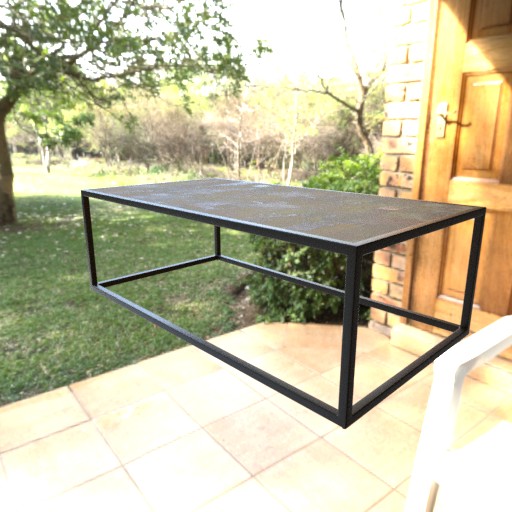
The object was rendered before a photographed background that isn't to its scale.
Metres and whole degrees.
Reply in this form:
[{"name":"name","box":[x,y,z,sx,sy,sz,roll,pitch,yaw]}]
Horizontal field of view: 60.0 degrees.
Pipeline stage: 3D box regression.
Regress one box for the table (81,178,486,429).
[{"name":"table","box":[0.000,0.000,1.498,0.649,0.398,1.199,-15,21,-42]}]
